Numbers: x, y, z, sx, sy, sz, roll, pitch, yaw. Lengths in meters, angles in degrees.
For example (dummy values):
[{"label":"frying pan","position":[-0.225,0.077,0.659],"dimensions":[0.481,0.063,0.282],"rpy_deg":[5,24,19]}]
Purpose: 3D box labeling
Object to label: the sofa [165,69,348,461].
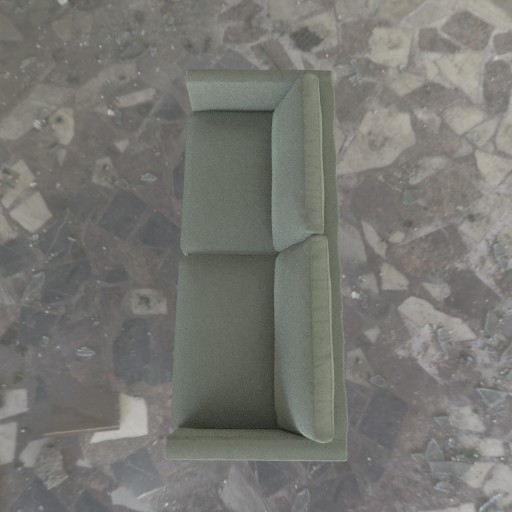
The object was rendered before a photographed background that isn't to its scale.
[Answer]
[{"label":"sofa","position":[0.000,0.000,2.782],"dimensions":[0.962,0.853,2.312],"rpy_deg":[1,75,0]}]
